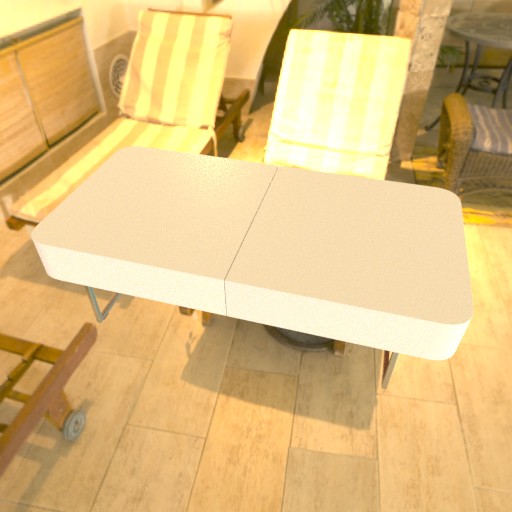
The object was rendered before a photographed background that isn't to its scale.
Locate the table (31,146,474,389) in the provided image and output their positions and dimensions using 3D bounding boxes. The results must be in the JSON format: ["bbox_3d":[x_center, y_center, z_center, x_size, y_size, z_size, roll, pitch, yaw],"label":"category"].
[{"bbox_3d":[0.000,0.000,1.450,1.200,0.340,0.600,10,42,12],"label":"table"}]
